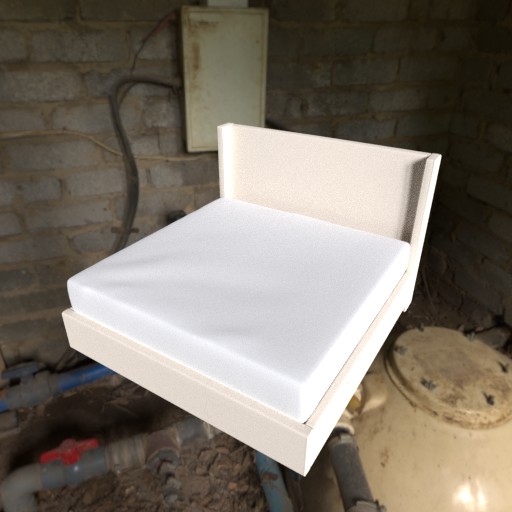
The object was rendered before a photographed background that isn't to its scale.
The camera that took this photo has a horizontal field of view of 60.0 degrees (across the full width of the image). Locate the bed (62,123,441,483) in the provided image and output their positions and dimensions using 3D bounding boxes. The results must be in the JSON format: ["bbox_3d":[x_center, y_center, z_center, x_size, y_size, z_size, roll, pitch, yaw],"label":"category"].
[{"bbox_3d":[0.000,0.000,3.627,2.145,1.471,2.293,17,34,28],"label":"bed"}]
